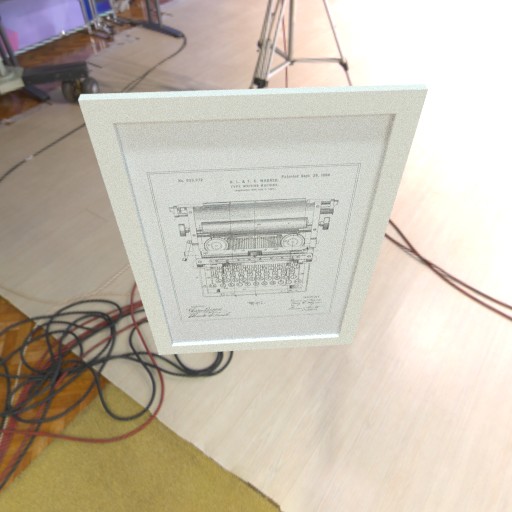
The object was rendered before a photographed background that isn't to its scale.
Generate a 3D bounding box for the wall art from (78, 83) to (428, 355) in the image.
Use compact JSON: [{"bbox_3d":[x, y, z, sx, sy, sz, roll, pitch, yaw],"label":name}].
[{"bbox_3d":[0.000,0.000,0.681,0.381,0.533,0.013,-3,48,-2],"label":"wall art"}]
